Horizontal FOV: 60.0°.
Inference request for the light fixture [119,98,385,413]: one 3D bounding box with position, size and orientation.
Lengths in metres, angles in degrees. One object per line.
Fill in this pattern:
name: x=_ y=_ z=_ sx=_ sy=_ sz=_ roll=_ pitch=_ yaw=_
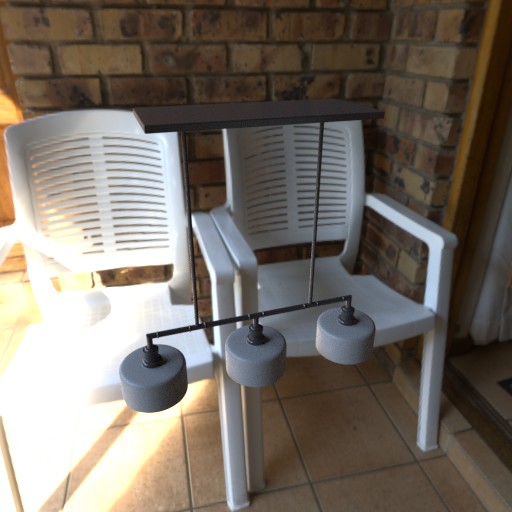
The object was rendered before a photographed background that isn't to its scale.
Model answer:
light fixture: x=0.000 y=0.000 z=0.878 sx=0.582 sy=0.557 sz=0.177 roll=-9 pitch=28 yaw=-17
